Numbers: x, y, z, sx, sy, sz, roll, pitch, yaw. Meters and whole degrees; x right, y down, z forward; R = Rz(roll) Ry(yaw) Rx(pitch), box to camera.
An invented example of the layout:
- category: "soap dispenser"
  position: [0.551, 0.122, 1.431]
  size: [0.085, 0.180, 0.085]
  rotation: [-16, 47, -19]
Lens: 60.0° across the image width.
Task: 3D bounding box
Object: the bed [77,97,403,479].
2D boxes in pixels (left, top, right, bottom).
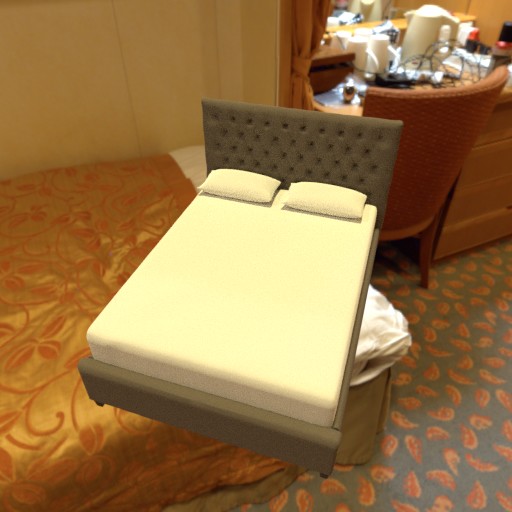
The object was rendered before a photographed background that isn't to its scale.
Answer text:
- category: "bed"
  position: [0.000, 0.000, 3.251]
  size: [1.696, 1.426, 2.233]
  rotation: [12, 40, 14]
